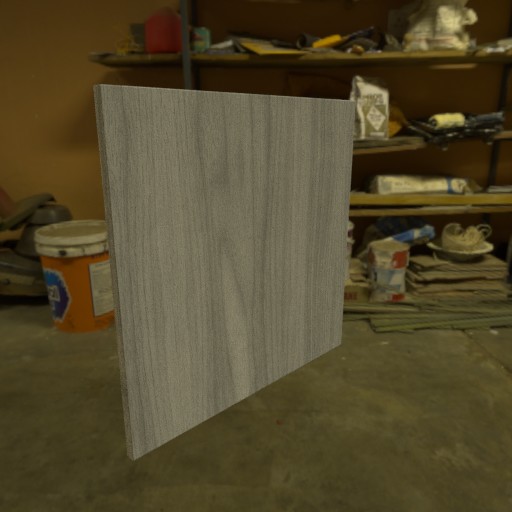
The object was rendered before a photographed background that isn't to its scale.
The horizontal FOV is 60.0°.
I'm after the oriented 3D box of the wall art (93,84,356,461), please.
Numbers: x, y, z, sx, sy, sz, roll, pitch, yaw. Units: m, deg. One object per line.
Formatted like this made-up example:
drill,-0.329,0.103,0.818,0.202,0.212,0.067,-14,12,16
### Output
wall art,0.000,0.000,0.740,0.508,0.507,0.016,-15,22,-42
